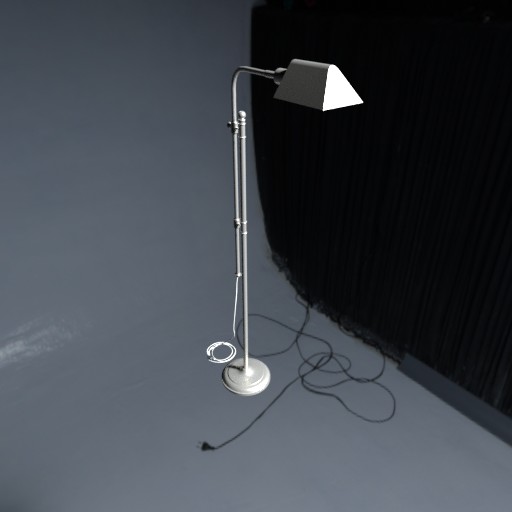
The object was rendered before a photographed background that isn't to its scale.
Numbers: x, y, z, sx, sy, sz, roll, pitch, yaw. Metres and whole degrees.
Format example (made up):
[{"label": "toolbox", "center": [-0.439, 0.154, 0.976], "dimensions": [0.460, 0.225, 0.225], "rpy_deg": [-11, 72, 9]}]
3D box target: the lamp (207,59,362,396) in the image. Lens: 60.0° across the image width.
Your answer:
[{"label": "lamp", "center": [0.000, 0.000, 1.878], "dimensions": [0.256, 1.571, 0.813], "rpy_deg": [-21, 37, -32]}]
